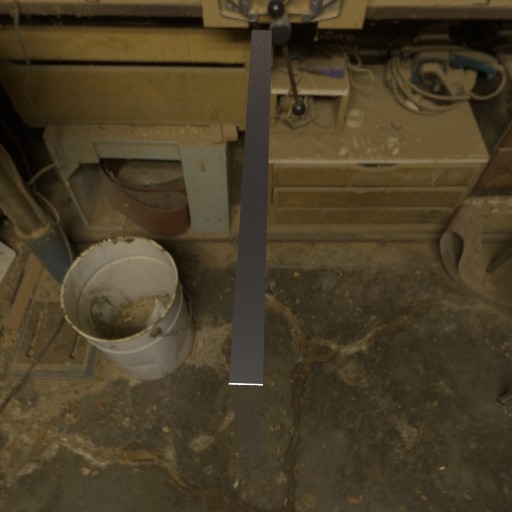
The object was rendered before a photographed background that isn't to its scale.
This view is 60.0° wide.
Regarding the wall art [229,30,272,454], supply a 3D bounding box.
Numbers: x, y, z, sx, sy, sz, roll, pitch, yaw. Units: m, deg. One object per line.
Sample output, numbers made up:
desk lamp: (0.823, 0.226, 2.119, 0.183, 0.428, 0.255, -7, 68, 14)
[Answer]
wall art: (0.000, 0.000, 0.748, 0.032, 0.456, 0.557, 2, 58, 1)
